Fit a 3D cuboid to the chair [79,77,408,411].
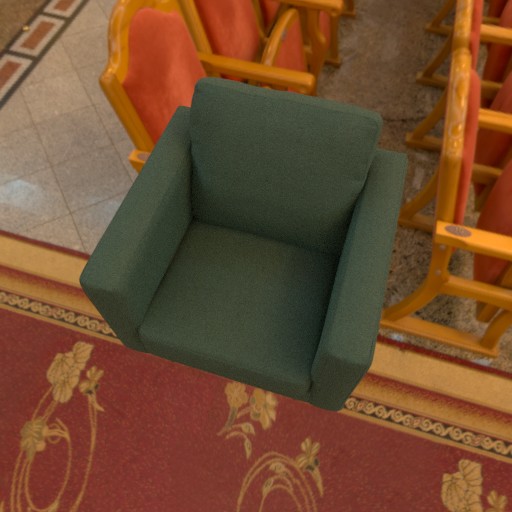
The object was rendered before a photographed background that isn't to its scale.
[{"bbox_3d":[0.000,0.000,1.565,0.855,0.927,0.800,15,60,9],"label":"chair"}]
